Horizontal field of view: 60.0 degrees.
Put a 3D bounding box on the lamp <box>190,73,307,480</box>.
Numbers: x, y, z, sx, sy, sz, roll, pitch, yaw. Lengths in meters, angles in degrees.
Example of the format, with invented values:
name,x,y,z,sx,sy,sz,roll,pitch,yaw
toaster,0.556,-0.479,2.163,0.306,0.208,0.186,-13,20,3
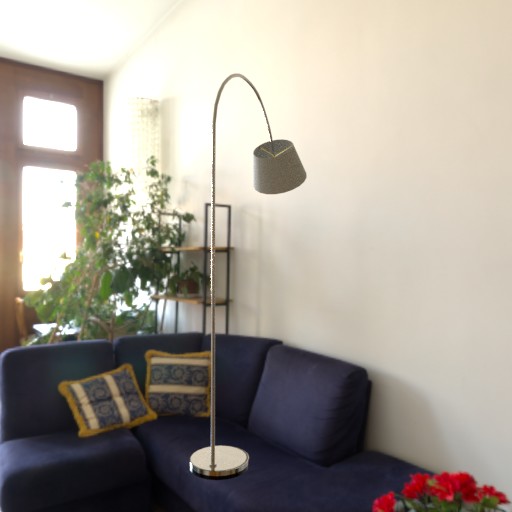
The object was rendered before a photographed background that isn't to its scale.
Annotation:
name,x,y,z,sx,sy,sz,roll,pitch,yaw
lamp,0.000,0.000,2.763,0.406,2.098,1.445,0,-1,18
